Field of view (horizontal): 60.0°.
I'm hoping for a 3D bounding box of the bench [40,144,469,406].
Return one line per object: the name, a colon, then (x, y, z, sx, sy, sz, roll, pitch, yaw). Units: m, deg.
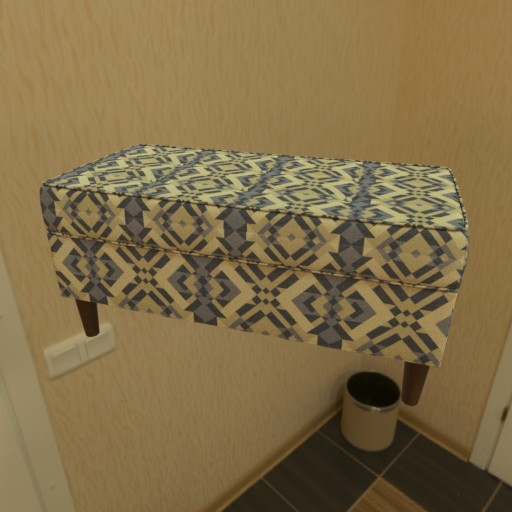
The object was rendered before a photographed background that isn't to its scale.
bench: (0.000, 0.000, 1.265, 1.016, 0.477, 0.492, 8, 28, 16)
